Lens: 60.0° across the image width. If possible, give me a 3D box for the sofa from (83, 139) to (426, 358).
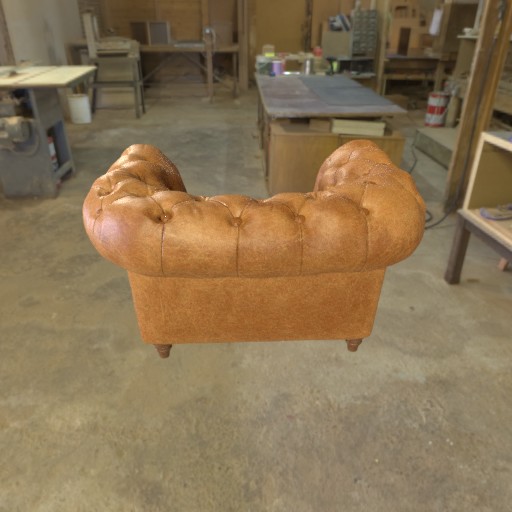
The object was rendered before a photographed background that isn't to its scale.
[{"bbox_3d":[0.000,0.000,2.080,1.405,0.878,1.033,-1,28,-3],"label":"sofa"}]
